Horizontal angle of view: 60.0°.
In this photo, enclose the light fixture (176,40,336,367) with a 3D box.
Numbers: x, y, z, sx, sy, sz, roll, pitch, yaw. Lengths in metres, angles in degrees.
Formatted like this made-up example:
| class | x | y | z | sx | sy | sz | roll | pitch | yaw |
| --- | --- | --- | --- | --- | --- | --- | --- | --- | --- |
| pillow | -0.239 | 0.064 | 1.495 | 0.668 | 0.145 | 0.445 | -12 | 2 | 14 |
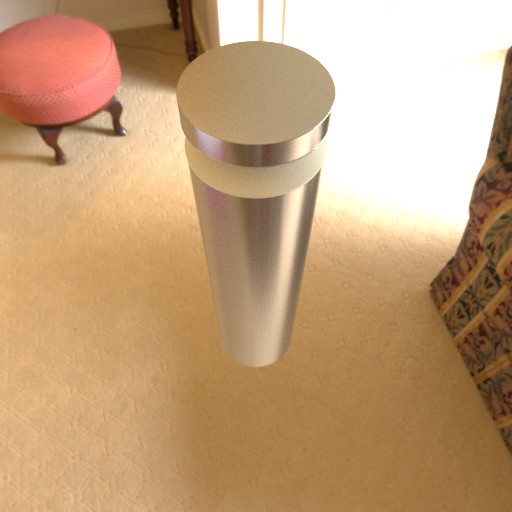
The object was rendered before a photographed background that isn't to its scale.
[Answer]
| class | x | y | z | sx | sy | sz | roll | pitch | yaw |
| --- | --- | --- | --- | --- | --- | --- | --- | --- | --- |
| light fixture | 0.000 | 0.000 | 0.448 | 0.102 | 0.400 | 0.102 | 32 | 63 | 18 |
